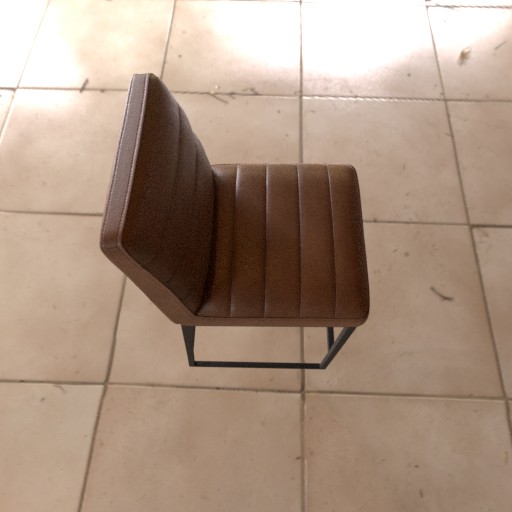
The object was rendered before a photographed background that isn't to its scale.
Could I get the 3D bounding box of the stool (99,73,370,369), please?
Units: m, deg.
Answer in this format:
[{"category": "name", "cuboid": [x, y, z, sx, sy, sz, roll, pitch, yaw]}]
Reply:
[{"category": "stool", "cuboid": [0.000, 0.000, 1.260, 0.556, 0.940, 0.458, 1, 64, 1]}]
